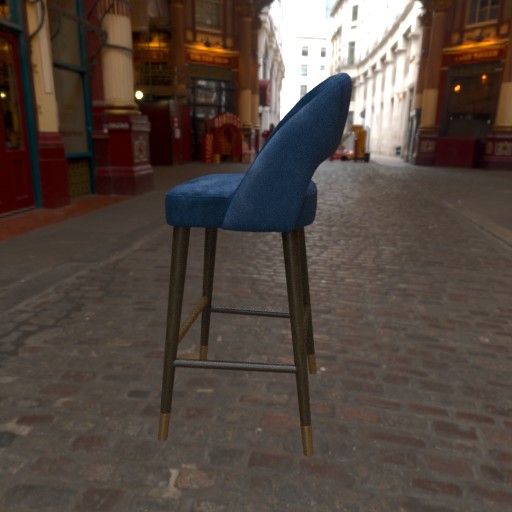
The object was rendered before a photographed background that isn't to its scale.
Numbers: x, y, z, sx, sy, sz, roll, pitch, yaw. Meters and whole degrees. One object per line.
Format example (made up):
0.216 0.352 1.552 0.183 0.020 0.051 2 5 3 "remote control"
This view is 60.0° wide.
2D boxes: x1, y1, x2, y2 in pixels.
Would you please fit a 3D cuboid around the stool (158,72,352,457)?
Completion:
0.000 0.000 1.342 0.515 1.016 0.514 2 16 8 "stool"
